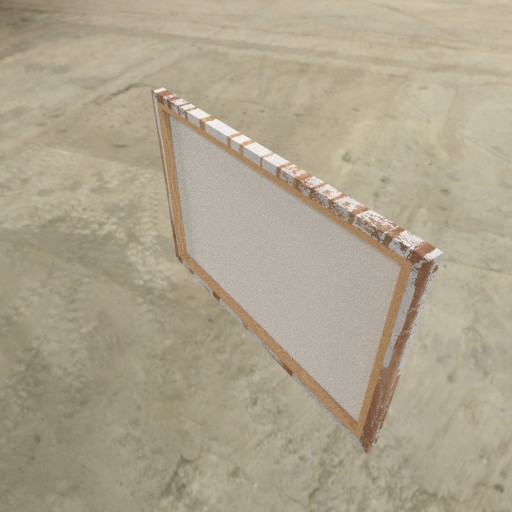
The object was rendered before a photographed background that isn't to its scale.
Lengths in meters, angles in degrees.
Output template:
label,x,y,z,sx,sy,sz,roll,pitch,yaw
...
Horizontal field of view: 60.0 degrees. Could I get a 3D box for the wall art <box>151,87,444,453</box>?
label,x,y,z,sx,sy,sz,roll,pitch,yaw
wall art,0.000,0.000,1.151,0.035,0.609,0.914,-26,47,-28
